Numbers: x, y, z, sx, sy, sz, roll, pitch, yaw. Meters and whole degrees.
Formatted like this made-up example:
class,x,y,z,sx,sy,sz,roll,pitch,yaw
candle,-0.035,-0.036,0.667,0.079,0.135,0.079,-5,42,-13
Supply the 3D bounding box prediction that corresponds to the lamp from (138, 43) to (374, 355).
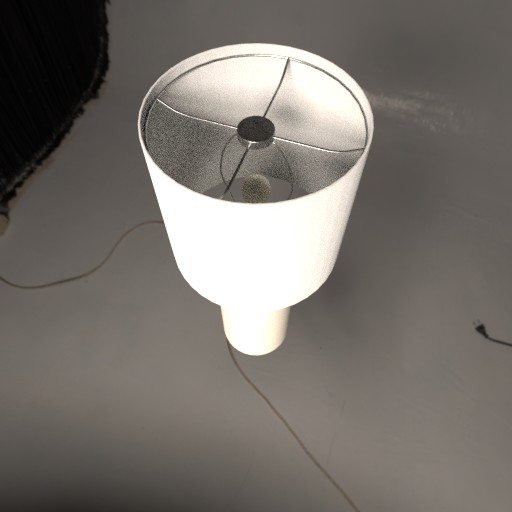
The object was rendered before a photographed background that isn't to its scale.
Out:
class,x,y,z,sx,sy,sz,roll,pitch,yaw
lamp,0.000,0.000,0.610,0.212,0.493,0.212,17,60,10
